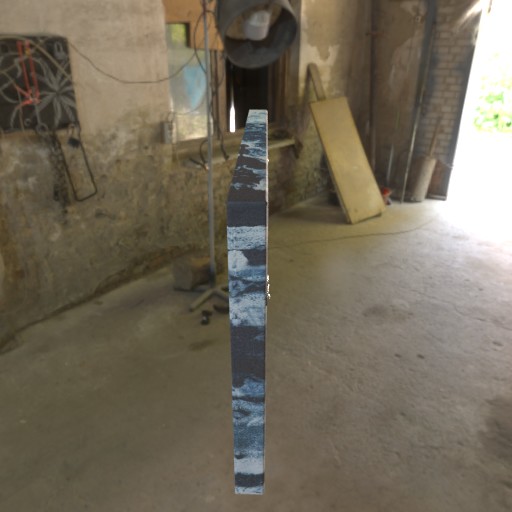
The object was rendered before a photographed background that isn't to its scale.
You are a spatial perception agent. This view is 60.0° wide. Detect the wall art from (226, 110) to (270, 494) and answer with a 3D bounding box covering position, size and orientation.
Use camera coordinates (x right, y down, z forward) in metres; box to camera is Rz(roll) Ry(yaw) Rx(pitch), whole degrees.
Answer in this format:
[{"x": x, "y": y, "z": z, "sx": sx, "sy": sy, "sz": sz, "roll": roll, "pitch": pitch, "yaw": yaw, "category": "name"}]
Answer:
[{"x": 0.000, "y": 0.000, "z": 0.770, "sx": 0.043, "sy": 0.407, "sz": 0.609, "roll": 1, "pitch": 26, "yaw": 1, "category": "wall art"}]
